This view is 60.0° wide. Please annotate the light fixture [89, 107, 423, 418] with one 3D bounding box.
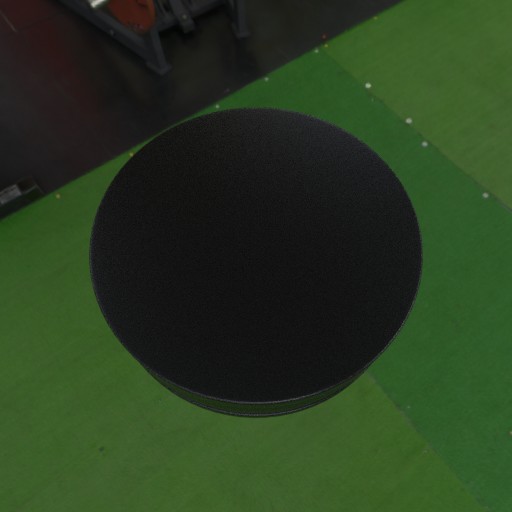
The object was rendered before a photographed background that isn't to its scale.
[{"bbox_3d":[0.000,0.000,0.419,0.283,0.097,0.283,0,64,0],"label":"light fixture"}]
